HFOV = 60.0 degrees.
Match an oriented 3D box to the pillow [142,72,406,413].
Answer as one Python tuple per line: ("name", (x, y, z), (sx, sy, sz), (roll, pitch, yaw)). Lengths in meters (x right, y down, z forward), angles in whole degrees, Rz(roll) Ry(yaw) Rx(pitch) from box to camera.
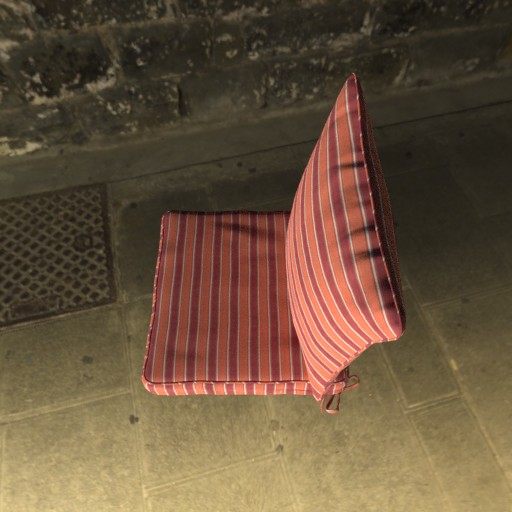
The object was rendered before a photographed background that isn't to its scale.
("pillow", (0.000, 0.000, 1.361), (0.733, 0.723, 0.799), (0, 59, 0))
